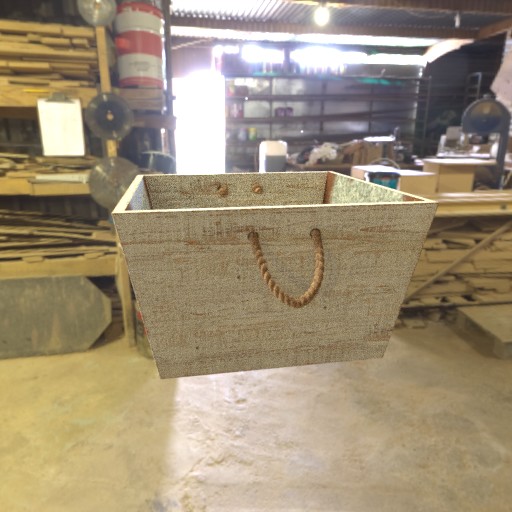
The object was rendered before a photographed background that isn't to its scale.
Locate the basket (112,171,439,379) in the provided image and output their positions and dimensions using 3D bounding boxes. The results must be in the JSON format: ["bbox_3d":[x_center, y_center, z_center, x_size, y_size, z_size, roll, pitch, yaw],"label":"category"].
[{"bbox_3d":[0.000,0.000,0.774,0.413,0.247,0.545,-3,17,-10],"label":"basket"}]
